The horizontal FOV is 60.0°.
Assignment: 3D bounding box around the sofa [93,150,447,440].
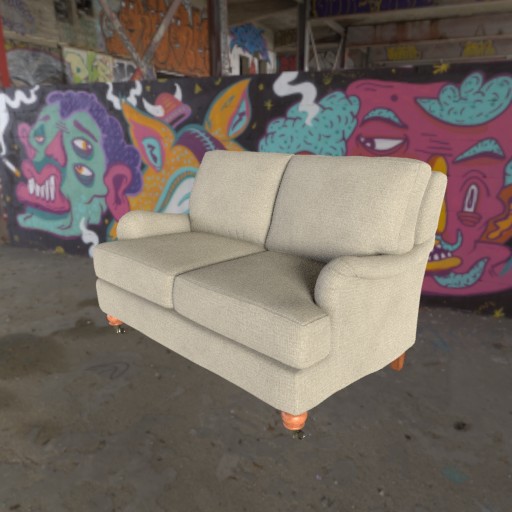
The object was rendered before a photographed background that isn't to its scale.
[{"bbox_3d":[0.000,0.000,2.241,1.480,0.999,1.087,15,21,42],"label":"sofa"}]
